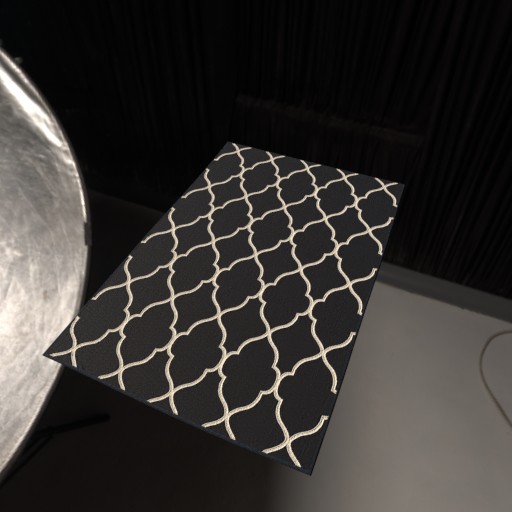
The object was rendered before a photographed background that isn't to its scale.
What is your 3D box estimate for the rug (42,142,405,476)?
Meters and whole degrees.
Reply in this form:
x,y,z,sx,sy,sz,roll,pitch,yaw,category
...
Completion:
x,y,z,sx,sy,sz,roll,pitch,yaw,category
0.000,0.000,2.888,1.528,0.014,2.294,17,49,16,rug
